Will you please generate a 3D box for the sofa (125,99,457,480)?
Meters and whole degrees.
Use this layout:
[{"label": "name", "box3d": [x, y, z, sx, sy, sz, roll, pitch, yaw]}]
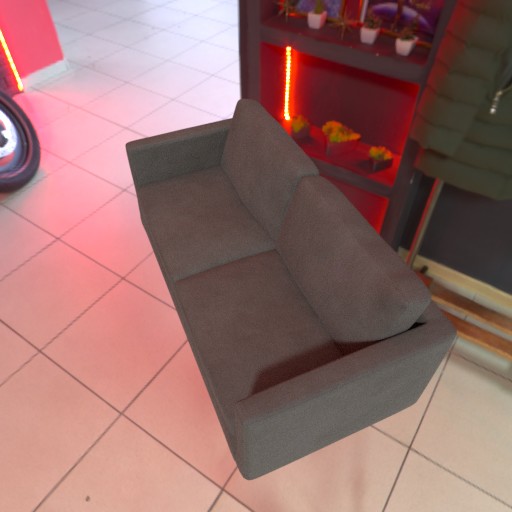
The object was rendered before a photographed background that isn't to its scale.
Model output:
[{"label": "sofa", "box3d": [0.000, 0.000, 2.381, 0.950, 0.963, 1.884, -18, 49, -16]}]
